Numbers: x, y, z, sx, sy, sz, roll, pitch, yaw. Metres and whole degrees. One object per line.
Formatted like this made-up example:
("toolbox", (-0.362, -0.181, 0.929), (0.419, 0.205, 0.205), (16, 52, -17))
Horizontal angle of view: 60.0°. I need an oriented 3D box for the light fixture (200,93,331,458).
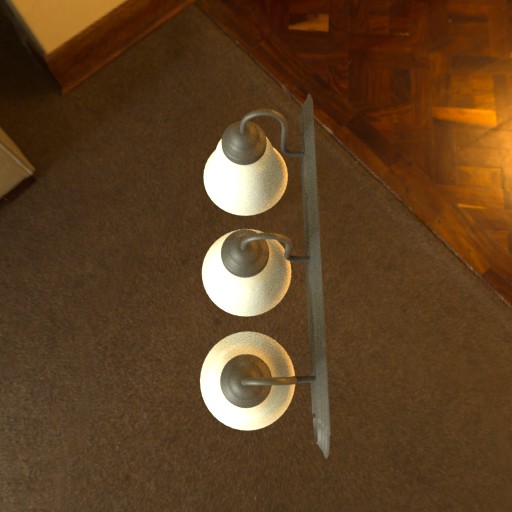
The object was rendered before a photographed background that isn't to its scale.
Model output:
("light fixture", (0.000, 0.000, 0.711), (0.199, 0.222, 0.610), (-1, 75, 0))
